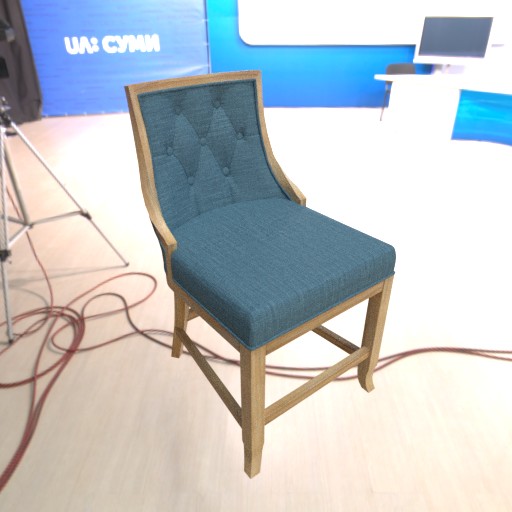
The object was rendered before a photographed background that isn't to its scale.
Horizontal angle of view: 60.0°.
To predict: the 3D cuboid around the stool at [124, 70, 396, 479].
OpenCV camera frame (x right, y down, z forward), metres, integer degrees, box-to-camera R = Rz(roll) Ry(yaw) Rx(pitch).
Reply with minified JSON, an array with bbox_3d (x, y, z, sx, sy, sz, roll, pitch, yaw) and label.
[{"bbox_3d":[0.000,0.000,1.319,0.524,0.938,0.626,-22,37,-32],"label":"stool"}]
